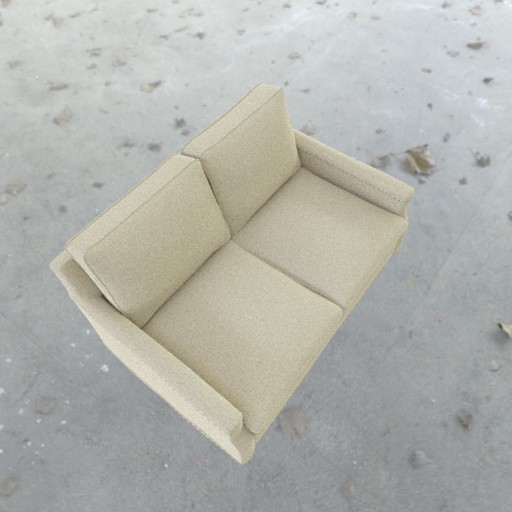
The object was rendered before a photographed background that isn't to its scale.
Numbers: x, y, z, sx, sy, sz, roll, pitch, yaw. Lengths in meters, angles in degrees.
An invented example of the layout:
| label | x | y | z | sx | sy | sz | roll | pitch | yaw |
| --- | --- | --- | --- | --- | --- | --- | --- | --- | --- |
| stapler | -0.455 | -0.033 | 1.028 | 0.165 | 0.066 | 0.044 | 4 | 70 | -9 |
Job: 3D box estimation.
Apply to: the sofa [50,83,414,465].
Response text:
| label | x | y | z | sx | sy | sz | roll | pitch | yaw |
| --- | --- | --- | --- | --- | --- | --- | --- | --- | --- |
| sofa | 0.000 | 0.000 | 2.307 | 1.084 | 1.003 | 1.597 | 33 | 63 | 19 |
